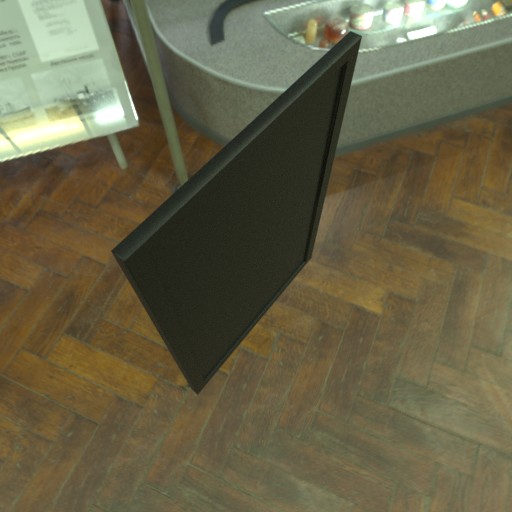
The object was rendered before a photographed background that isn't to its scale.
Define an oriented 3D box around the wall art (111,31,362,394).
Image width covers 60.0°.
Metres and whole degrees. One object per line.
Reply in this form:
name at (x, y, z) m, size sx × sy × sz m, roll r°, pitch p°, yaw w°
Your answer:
wall art at (0.000, 0.000, 0.546) m, size 0.013 × 0.431 × 0.303 m, roll 35°, pitch 67°, yaw 17°
